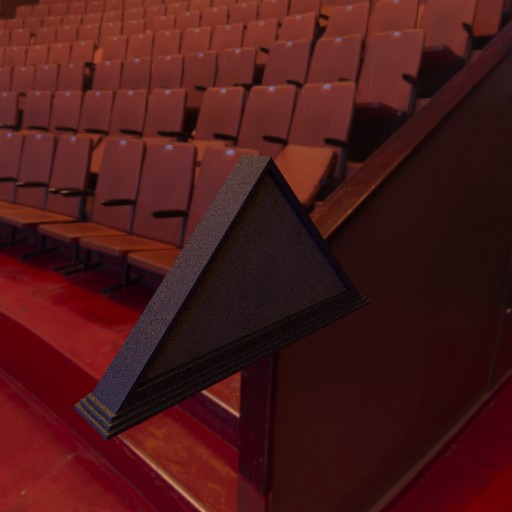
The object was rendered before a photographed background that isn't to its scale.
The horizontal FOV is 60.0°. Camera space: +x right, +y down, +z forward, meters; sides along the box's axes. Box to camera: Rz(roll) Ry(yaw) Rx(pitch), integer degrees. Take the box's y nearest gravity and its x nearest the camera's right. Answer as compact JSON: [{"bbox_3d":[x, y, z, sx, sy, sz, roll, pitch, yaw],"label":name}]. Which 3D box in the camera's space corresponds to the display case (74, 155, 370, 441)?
[{"bbox_3d":[0.000,0.000,0.769,0.095,0.340,0.640,16,23,42],"label":"display case"}]
